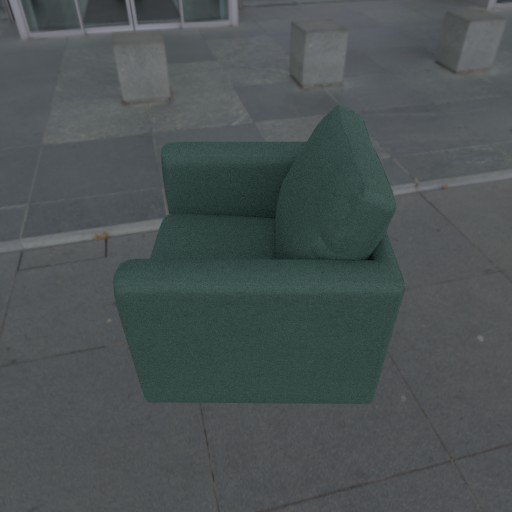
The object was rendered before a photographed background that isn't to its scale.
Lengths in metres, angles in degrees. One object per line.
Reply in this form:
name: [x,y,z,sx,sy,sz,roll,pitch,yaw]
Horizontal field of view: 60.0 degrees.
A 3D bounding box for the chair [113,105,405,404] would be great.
chair: [0.000,0.000,1.609,0.800,0.927,0.855,1,40,1]
